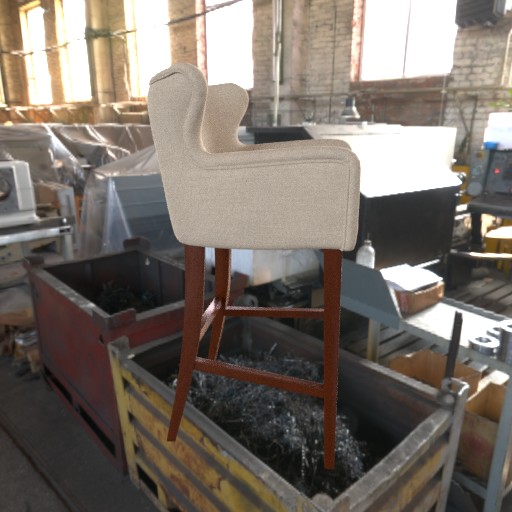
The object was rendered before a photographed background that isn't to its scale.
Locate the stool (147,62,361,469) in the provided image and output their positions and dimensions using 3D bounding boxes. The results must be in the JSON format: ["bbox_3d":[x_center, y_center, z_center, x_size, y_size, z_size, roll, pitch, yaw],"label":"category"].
[{"bbox_3d":[0.000,0.000,1.349,0.563,1.034,0.556,3,17,9],"label":"stool"}]
